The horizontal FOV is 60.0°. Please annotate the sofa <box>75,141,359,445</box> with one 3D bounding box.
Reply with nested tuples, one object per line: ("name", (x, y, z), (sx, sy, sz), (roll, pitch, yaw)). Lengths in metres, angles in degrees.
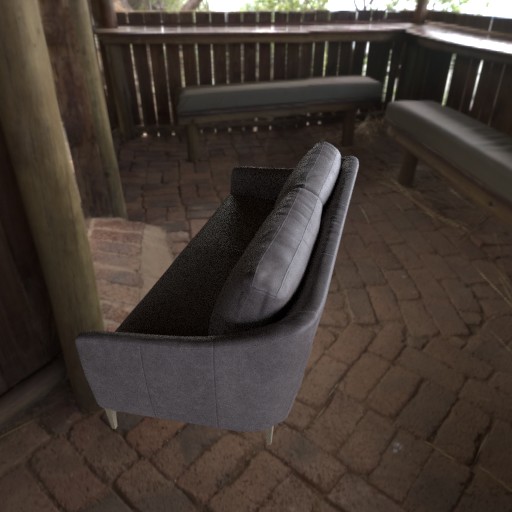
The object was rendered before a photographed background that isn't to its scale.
("sofa", (0.000, 0.000, 2.536), (0.960, 0.902, 2.036), (8, 32, 13))
